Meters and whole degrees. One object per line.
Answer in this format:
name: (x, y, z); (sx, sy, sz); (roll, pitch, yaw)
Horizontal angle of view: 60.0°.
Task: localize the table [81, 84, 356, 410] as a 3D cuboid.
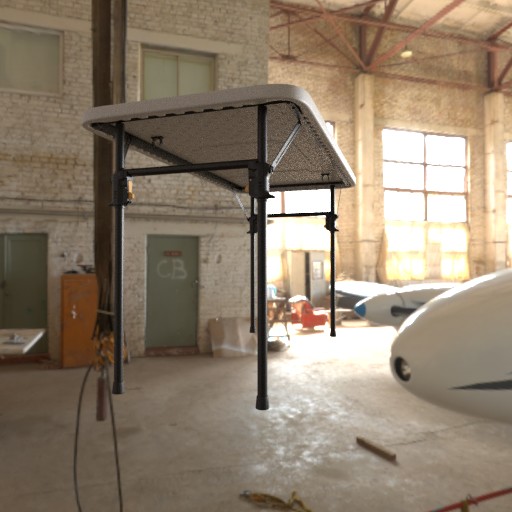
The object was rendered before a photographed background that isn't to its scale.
table: (0.000, 0.000, 1.608); (0.610, 0.729, 1.219); (0, -1, 18)
